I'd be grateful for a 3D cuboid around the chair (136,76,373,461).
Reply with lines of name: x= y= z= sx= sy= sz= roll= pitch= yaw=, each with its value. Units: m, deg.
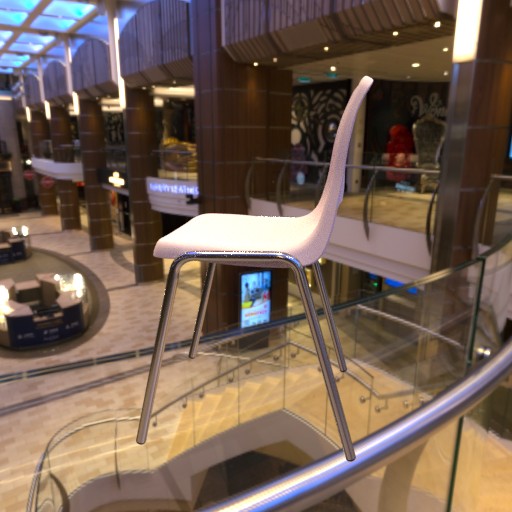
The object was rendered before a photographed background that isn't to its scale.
chair: x=0.000 y=0.000 z=0.949 sx=0.436 sy=0.704 sz=0.381 roll=2 pitch=15 yaw=8
